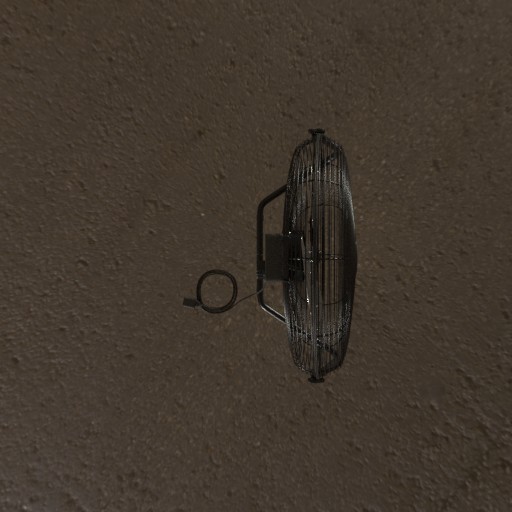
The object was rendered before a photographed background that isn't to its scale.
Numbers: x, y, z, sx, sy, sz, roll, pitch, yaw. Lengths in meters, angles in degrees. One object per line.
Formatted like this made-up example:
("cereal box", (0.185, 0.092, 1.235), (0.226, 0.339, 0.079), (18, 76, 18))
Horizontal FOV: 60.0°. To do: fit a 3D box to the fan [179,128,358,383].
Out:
("fan", (0.000, 0.000, 1.025), (0.470, 0.605, 0.595), (0, 91, 1))
